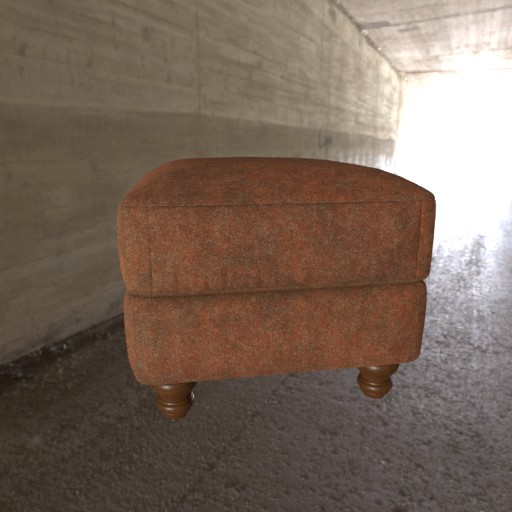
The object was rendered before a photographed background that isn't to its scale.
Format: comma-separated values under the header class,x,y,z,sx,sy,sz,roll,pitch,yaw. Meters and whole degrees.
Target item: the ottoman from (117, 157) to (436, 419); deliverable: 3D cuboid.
class,x,y,z,sx,sy,sz,roll,pitch,yaw
ottoman,0.000,0.000,1.171,0.635,0.508,0.787,-2,14,-9
